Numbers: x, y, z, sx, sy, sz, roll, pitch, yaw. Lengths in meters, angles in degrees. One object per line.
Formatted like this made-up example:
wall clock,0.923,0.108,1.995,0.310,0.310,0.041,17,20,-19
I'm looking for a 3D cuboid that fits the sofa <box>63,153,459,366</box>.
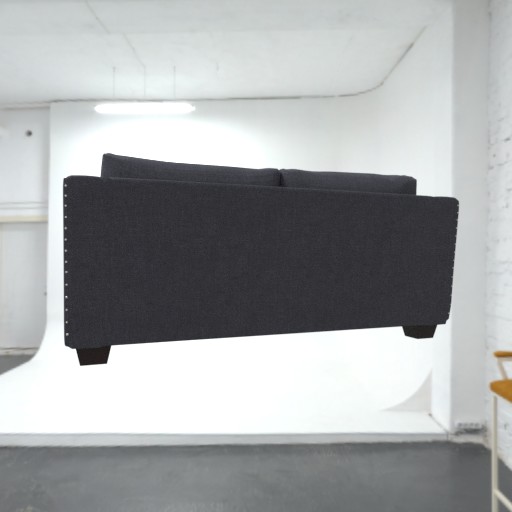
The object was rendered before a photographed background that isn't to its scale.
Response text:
sofa,0.000,0.000,3.281,2.550,1.196,1.336,0,0,-20
